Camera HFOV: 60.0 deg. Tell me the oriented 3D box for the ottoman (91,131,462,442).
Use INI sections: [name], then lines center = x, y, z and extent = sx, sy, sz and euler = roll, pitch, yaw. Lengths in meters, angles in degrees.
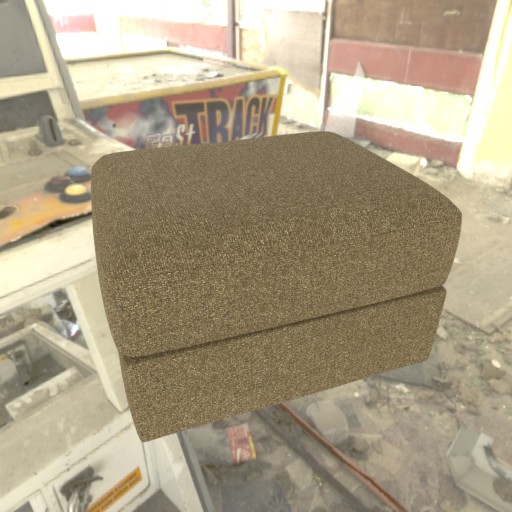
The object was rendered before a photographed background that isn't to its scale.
[ottoman]
center = 0.000, 0.000, 1.116
extent = 0.742, 0.476, 0.598
euler = -10, 33, -17
